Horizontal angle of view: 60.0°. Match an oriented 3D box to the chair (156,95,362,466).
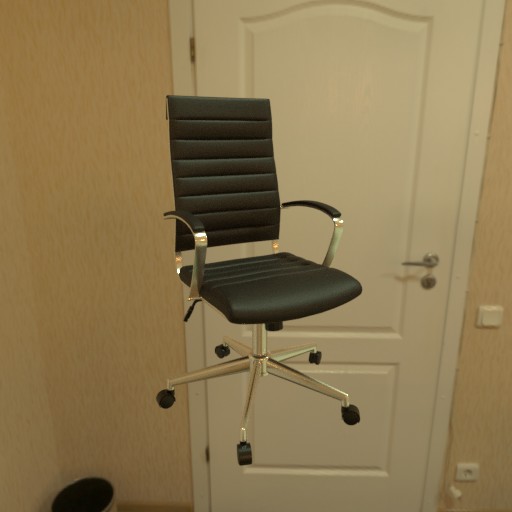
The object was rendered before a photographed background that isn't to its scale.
[{"bbox_3d":[0.000,0.000,1.643,0.766,1.149,0.739,-8,18,-26],"label":"chair"}]
